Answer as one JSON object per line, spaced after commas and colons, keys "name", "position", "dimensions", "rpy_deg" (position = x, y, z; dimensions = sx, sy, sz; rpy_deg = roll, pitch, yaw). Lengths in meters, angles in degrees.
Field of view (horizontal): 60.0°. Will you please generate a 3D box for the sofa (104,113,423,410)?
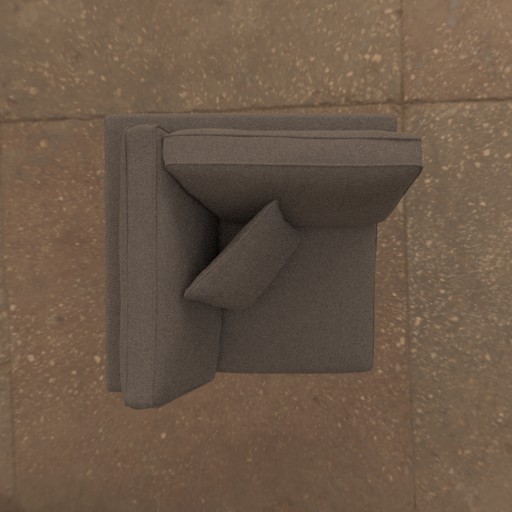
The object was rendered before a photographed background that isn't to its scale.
{"name": "sofa", "position": [0.000, 0.000, 1.982], "dimensions": [1.146, 1.002, 1.084], "rpy_deg": [0, 91, 0]}
